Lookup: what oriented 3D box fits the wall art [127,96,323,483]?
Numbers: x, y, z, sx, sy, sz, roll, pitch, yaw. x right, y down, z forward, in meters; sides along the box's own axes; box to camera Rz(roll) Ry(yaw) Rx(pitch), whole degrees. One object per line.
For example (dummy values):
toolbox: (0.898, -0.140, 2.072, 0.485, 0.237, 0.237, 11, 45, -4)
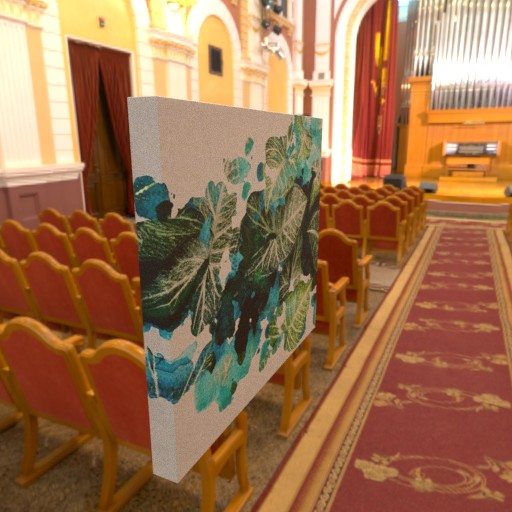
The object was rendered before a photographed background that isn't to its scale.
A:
wall art: (0.000, 0.000, 0.700, 0.041, 0.435, 0.507, 7, 16, 25)
